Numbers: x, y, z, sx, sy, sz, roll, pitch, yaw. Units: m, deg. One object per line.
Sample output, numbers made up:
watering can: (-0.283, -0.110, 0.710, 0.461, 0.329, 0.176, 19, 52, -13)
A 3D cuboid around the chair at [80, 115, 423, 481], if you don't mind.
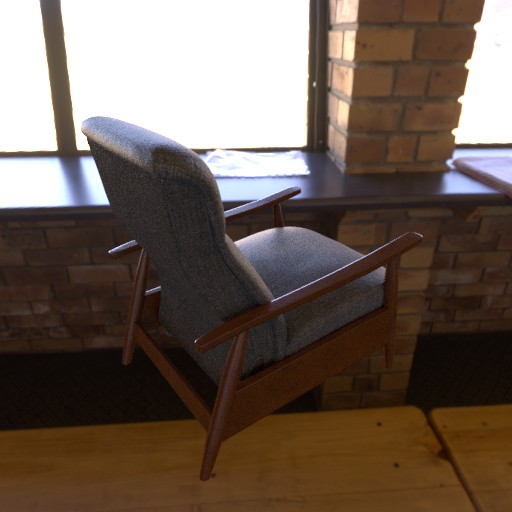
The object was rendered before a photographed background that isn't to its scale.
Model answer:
chair: (0.000, 0.000, 1.726, 1.030, 1.082, 0.762, -18, 32, -31)
